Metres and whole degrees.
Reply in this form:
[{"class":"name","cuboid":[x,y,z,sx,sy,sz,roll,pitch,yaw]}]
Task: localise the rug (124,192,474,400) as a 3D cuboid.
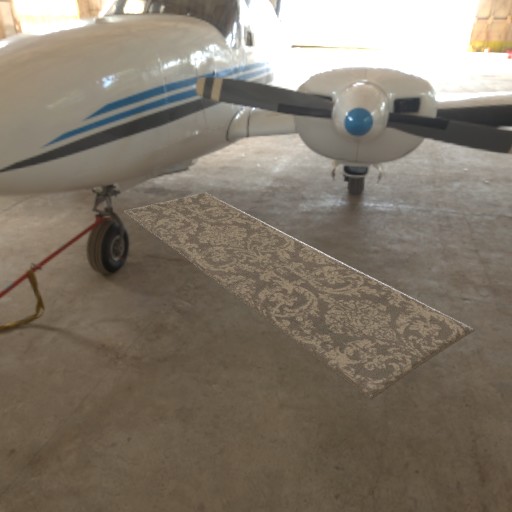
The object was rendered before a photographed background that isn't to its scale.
[{"class":"rug","cuboid":[0.000,0.000,2.472,0.662,0.011,2.196,-19,33,-32]}]
